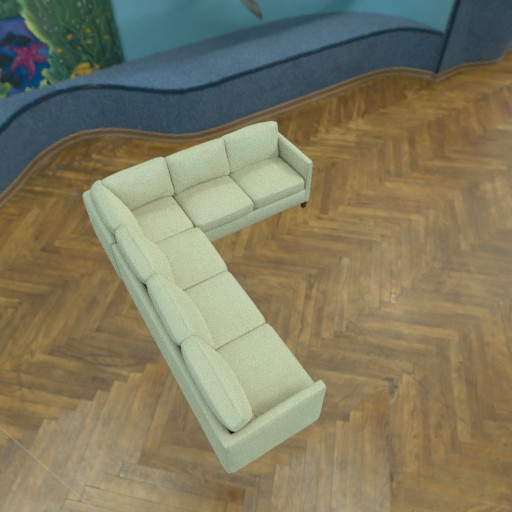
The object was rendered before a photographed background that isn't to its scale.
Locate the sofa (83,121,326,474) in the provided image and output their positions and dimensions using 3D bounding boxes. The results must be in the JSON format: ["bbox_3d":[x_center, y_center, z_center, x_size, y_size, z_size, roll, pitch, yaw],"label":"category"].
[{"bbox_3d":[0.000,0.000,4.645,2.593,0.947,3.302,-25,53,-21],"label":"sofa"}]
